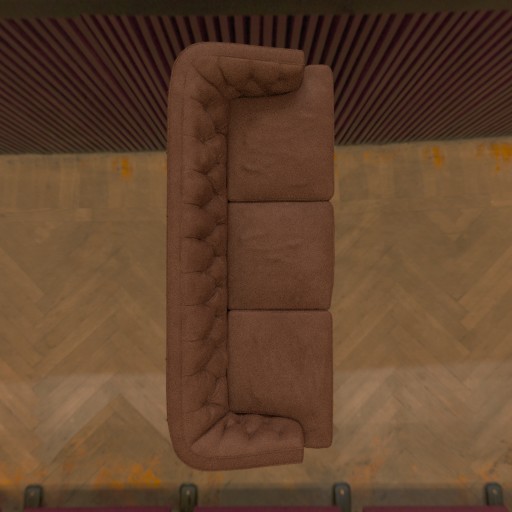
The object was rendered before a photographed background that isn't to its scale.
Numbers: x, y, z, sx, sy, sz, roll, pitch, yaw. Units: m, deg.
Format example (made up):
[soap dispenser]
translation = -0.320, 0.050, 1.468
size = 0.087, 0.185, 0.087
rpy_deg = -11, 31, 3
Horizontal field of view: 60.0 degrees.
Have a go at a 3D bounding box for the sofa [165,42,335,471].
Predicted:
[sofa]
translation = 0.000, 0.000, 2.610
size = 0.927, 0.787, 2.227
rpy_deg = 0, 89, 0
